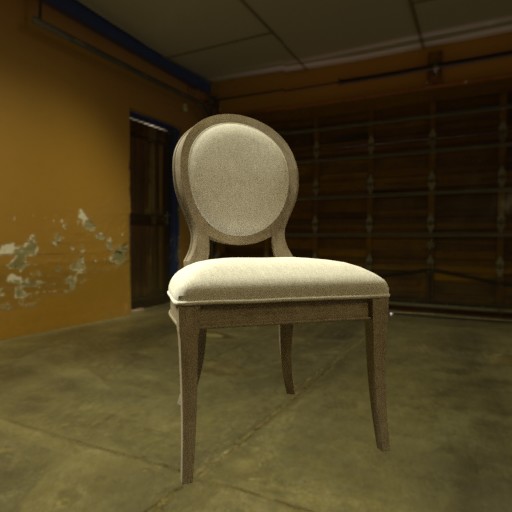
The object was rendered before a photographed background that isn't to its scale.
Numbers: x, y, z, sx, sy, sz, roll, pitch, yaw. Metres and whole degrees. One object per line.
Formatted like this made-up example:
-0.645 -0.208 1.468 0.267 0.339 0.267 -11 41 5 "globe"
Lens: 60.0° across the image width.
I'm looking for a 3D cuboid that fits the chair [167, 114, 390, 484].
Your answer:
0.000 0.000 1.332 0.558 0.990 0.602 0 2 -18 "chair"
